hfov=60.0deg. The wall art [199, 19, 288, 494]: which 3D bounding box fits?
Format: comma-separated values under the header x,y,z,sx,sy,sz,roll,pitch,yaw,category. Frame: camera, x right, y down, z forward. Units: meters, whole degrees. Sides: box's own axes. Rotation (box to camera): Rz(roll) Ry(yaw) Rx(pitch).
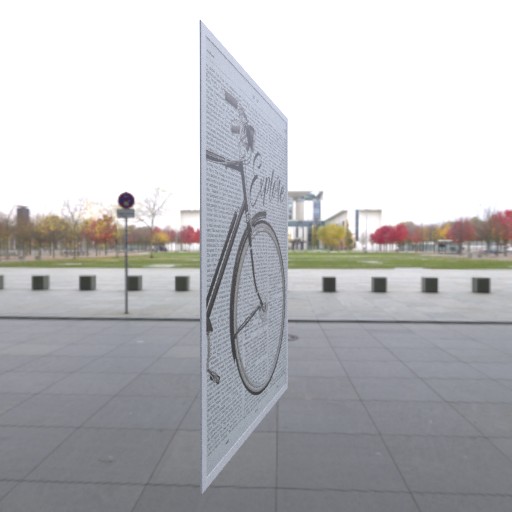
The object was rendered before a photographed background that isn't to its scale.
x,y,z,sx,sy,sz,roll,pitch,yaw,category
0.000,0.000,0.787,0.003,0.610,0.457,0,1,18,wall art
